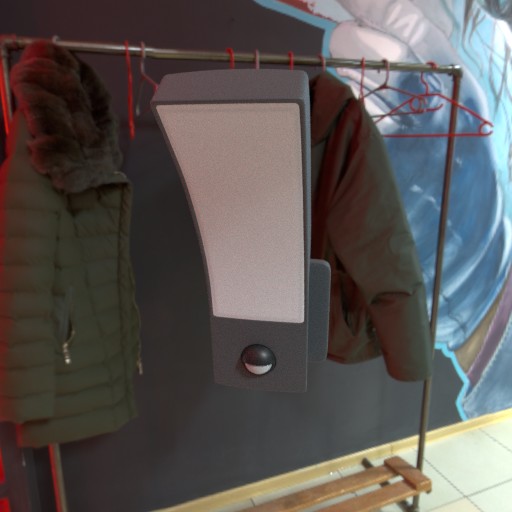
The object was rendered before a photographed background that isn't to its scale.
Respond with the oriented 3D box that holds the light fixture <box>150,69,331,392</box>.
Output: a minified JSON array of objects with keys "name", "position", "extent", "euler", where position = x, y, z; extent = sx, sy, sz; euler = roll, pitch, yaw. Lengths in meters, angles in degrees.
[{"name":"light fixture","position":[0.000,0.000,0.334],"extent":[0.108,0.243,0.174],"euler":[3,15,11]}]
